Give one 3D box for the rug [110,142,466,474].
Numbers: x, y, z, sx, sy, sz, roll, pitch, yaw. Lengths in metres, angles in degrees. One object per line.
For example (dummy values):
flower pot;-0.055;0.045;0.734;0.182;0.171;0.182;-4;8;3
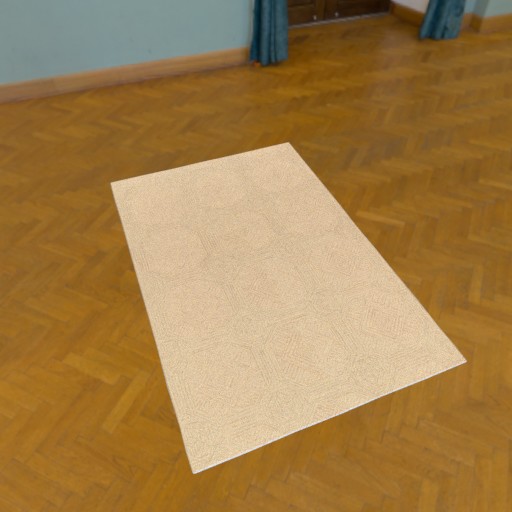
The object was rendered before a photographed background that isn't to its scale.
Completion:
rug;0.000;0.000;2.341;1.236;0.009;1.839;-16;49;-15
